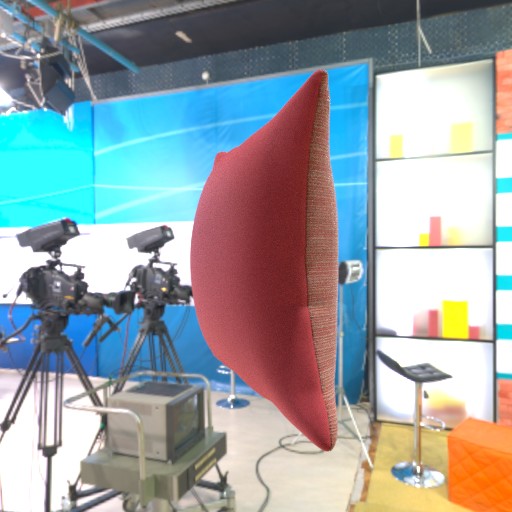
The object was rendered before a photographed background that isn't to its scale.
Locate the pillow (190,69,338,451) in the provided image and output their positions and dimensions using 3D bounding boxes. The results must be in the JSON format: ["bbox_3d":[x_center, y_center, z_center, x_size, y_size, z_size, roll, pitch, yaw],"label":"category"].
[{"bbox_3d":[0.000,0.000,0.824,0.229,0.501,0.559,0,0,-20],"label":"pillow"}]
